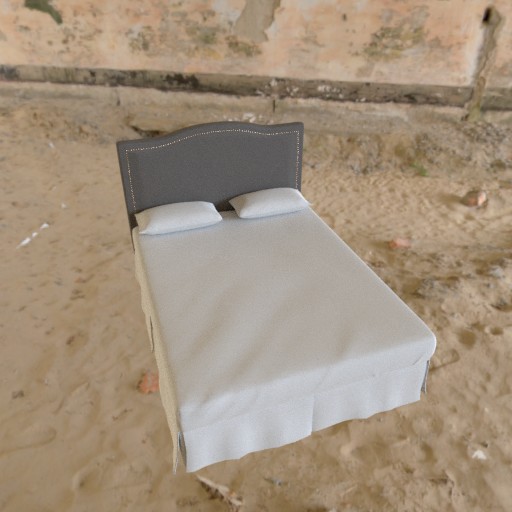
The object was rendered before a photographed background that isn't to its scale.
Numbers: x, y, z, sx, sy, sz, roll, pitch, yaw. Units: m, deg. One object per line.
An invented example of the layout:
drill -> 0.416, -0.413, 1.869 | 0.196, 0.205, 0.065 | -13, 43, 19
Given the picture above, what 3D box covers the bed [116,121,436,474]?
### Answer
bed -> 0.000, 0.000, 3.402 | 1.821, 1.436, 2.282 | -11, 35, -16
